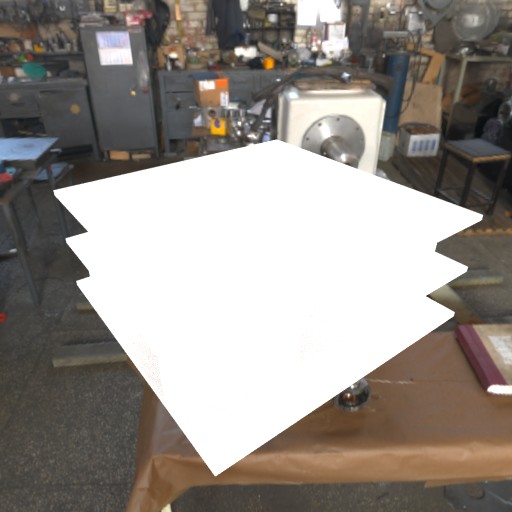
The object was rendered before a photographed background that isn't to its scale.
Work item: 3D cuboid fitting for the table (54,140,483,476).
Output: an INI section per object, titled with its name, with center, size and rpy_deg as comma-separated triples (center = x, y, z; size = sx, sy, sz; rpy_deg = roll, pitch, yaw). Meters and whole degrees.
[table]
center = 0.000, 0.000, 1.090
size = 0.700, 0.289, 0.700
rpy_deg = -21, 37, -31
